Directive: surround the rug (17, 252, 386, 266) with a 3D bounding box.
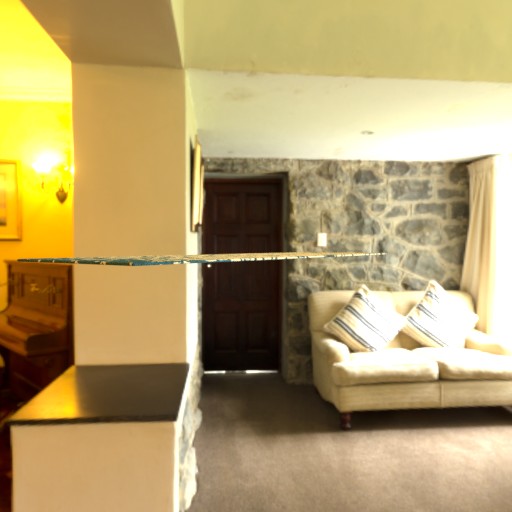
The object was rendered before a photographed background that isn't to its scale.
[{"bbox_3d":[0.000,0.000,2.646,0.750,0.011,2.435,1,2,35],"label":"rug"}]
